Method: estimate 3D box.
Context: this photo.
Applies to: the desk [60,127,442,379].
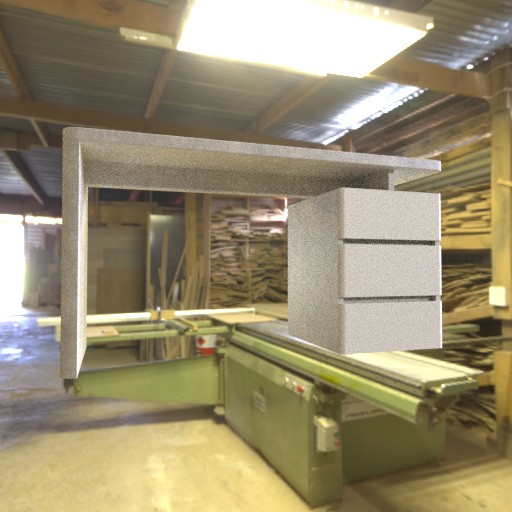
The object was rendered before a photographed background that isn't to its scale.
[{"bbox_3d":[0.000,0.000,1.790,1.400,0.755,0.550,1,-2,-18],"label":"desk"}]
